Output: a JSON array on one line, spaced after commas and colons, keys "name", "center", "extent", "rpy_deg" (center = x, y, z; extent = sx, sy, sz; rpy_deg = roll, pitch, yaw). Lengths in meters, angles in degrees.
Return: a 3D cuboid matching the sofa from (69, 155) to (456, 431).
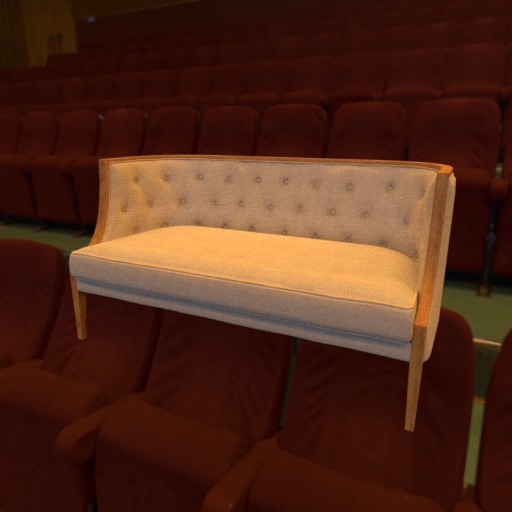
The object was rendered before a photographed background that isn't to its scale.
[{"name": "sofa", "center": [0.000, 0.000, 1.879], "extent": [1.474, 0.775, 0.770], "rpy_deg": [8, 18, 25]}]
